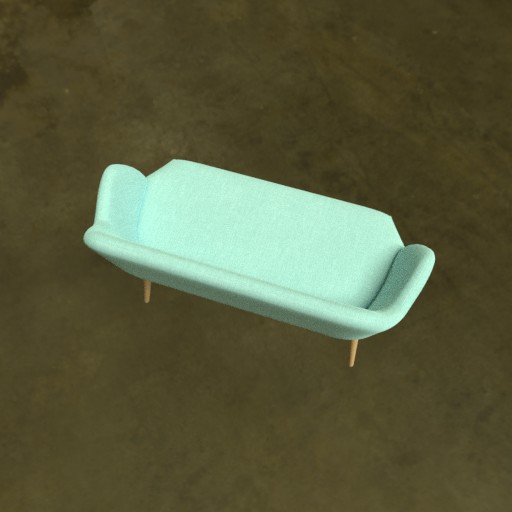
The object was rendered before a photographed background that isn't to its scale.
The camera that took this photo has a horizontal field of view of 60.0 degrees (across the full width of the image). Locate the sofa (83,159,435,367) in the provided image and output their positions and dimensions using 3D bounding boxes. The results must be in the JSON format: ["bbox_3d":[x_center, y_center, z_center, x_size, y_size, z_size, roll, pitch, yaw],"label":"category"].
[{"bbox_3d":[0.000,0.000,1.640,1.150,0.840,0.610,16,65,8],"label":"sofa"}]
